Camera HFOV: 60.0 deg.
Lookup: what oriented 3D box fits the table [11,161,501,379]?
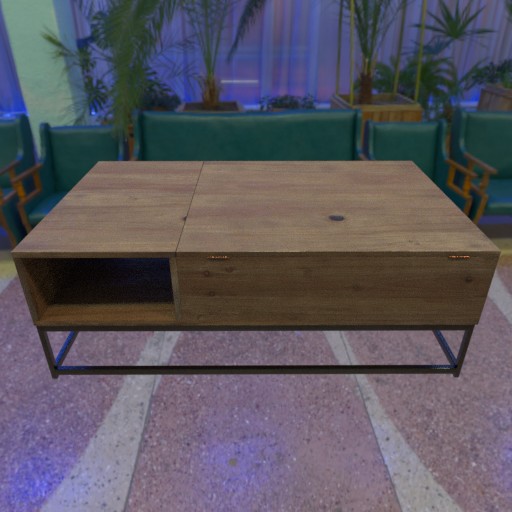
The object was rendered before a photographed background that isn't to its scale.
[{"bbox_3d":[0.000,0.000,1.372,1.101,0.395,0.655,0,30,0],"label":"table"}]
